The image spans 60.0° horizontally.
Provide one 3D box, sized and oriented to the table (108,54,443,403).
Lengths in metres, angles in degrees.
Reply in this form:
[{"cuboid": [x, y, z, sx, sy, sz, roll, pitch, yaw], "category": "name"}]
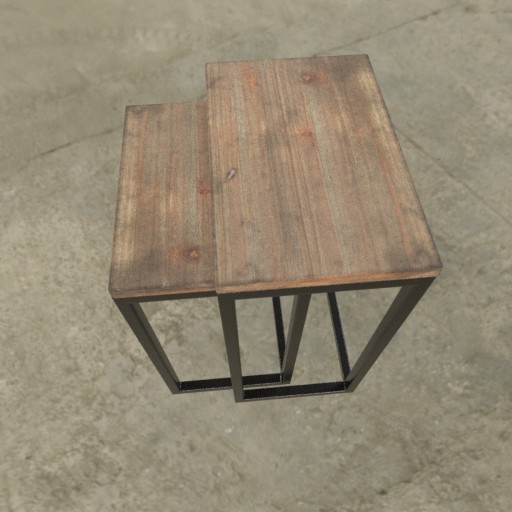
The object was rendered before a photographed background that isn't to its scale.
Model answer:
[{"cuboid": [0.000, 0.000, 0.933, 0.460, 0.615, 0.456, -2, 59, -1], "category": "table"}]
